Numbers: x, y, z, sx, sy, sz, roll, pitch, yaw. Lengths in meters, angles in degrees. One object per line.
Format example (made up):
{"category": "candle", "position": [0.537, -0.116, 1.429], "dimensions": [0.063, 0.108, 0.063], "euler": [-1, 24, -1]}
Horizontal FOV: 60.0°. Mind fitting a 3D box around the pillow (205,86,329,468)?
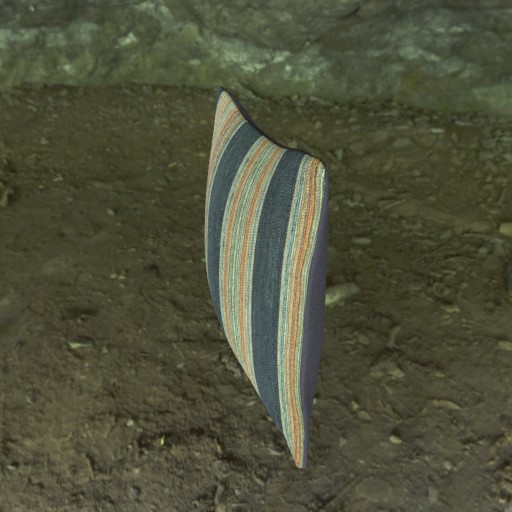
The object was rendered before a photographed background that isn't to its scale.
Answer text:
{"category": "pillow", "position": [0.000, 0.000, 0.659], "dimensions": [0.136, 0.419, 0.437], "euler": [-8, 31, -14]}
